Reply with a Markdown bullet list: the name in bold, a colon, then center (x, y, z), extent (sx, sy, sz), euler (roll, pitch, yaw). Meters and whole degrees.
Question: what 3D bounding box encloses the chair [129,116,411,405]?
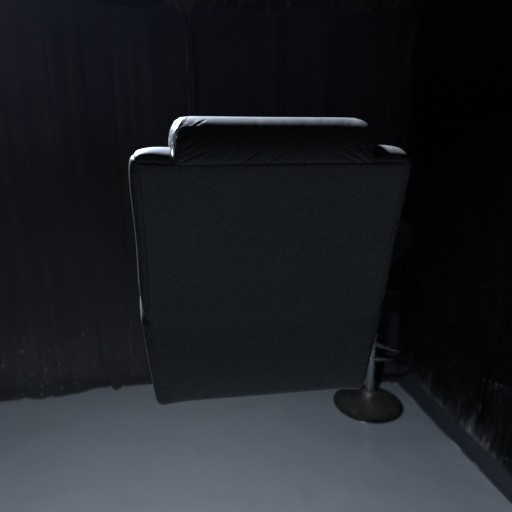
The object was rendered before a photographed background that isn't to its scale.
- **chair**: center (0.000, 0.000, 1.929), extent (0.967, 1.116, 1.068), euler (-2, 15, -8)
